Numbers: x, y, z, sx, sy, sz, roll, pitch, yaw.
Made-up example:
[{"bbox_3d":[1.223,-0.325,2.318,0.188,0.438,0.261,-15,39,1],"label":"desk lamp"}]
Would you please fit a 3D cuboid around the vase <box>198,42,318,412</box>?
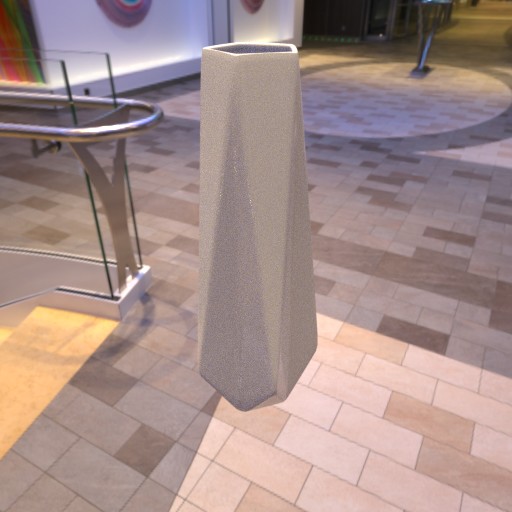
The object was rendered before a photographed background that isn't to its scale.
[{"bbox_3d":[0.000,0.000,0.386,0.122,0.329,0.116,-9,33,-15],"label":"vase"}]
